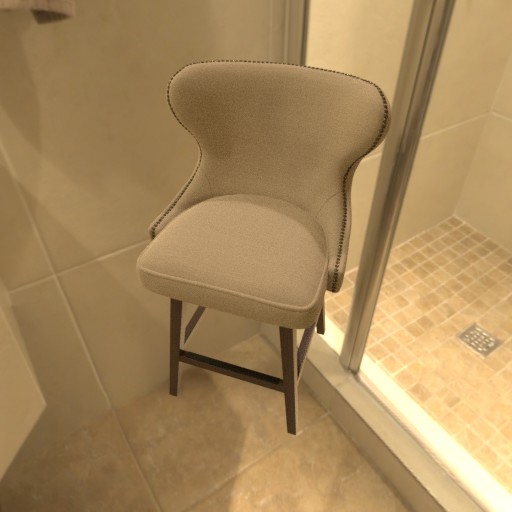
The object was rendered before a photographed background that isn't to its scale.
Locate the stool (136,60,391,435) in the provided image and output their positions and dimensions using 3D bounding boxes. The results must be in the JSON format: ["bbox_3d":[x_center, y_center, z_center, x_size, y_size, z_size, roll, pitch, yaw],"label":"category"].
[{"bbox_3d":[0.000,0.000,1.352,0.615,0.972,0.597,13,43,14],"label":"stool"}]
